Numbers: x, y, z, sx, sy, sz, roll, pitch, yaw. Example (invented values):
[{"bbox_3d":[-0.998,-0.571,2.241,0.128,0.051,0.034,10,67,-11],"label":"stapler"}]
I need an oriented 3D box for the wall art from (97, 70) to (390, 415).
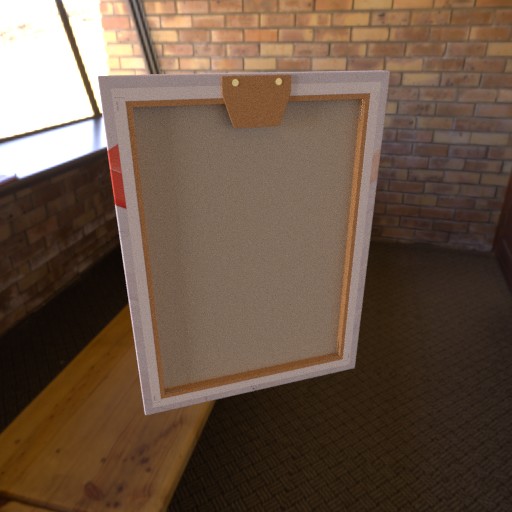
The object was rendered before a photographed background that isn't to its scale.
[{"bbox_3d":[0.000,0.000,1.328,0.759,1.014,0.045,-8,26,-16],"label":"wall art"}]
